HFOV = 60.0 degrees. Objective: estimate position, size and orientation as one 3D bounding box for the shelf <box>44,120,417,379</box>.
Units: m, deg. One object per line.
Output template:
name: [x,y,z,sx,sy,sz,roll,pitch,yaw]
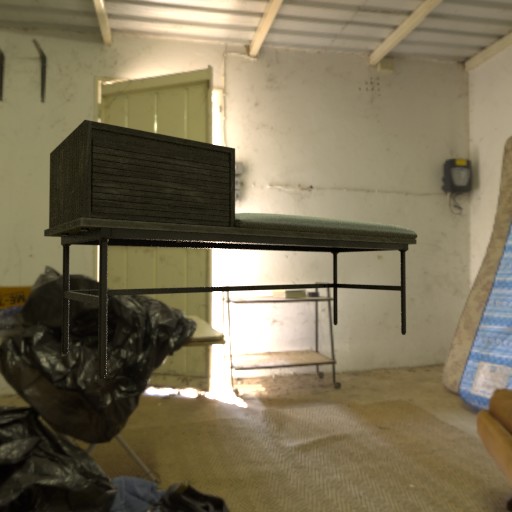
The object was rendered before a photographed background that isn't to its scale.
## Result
shelf: [0.000,0.000,1.619,1.342,0.633,0.457,1,-2,-36]
